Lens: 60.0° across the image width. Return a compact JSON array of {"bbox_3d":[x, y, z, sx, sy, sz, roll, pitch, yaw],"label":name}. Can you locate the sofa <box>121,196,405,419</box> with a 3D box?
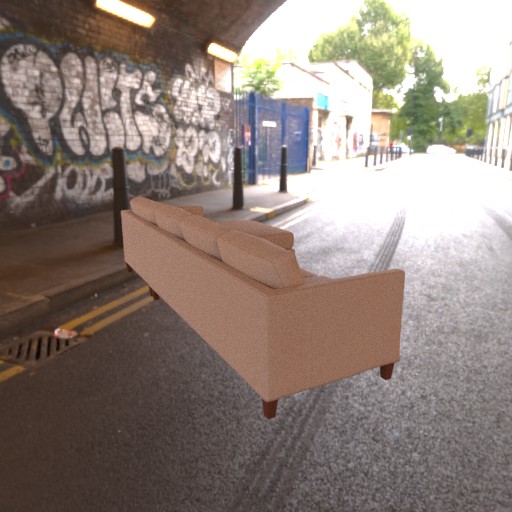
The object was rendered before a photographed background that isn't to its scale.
[{"bbox_3d":[0.000,0.000,3.873,1.625,0.861,3.186,-8,16,-28],"label":"sofa"}]
